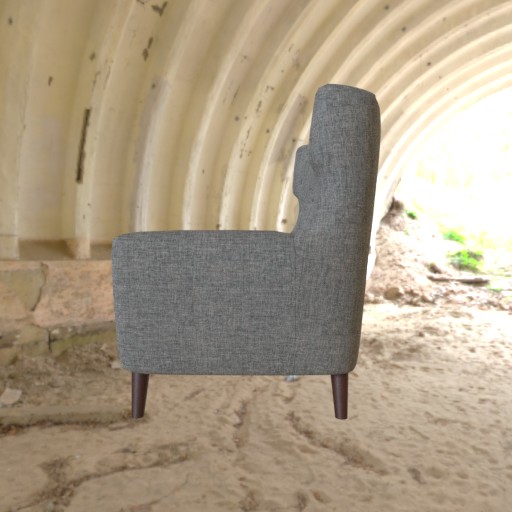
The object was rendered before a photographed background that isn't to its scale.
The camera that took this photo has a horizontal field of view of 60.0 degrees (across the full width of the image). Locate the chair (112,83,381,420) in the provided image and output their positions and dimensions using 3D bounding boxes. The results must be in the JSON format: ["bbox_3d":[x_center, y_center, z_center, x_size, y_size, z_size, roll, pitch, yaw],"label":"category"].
[{"bbox_3d":[0.000,0.000,1.766,0.904,1.063,0.878,0,1,1],"label":"chair"}]
